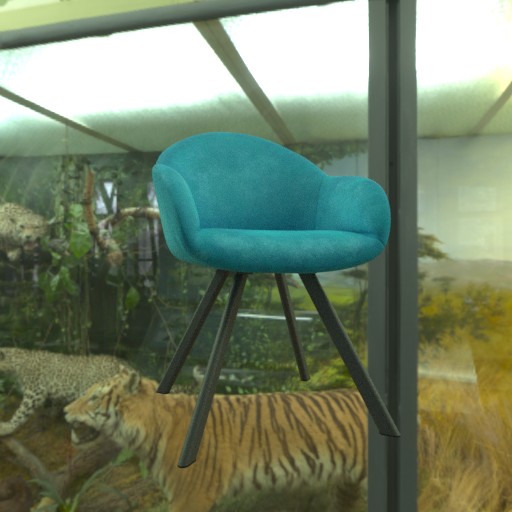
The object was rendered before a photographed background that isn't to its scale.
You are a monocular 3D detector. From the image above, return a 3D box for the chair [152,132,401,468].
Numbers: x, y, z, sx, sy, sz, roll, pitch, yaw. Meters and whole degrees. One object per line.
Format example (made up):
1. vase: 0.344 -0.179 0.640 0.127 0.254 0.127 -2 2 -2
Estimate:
1. chair: 0.000 0.000 1.182 0.550 0.795 0.590 0 0 -17
